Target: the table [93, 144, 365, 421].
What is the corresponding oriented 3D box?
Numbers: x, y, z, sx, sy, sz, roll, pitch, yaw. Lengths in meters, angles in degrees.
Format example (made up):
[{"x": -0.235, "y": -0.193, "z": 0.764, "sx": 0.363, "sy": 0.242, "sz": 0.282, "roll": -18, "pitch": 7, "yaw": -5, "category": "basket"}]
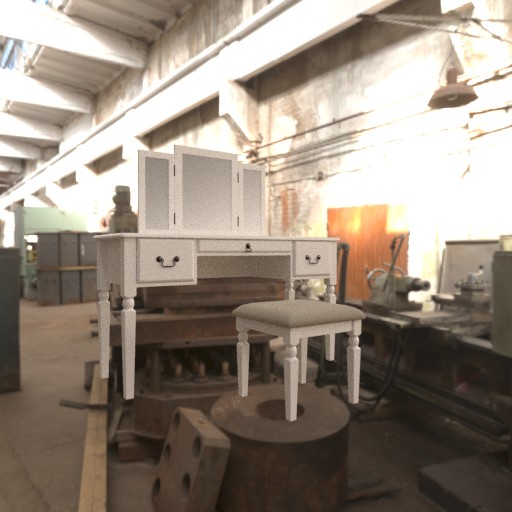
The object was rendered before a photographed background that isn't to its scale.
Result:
[{"x": 0.000, "y": 0.000, "z": 2.312, "sx": 1.369, "sy": 1.310, "sz": 1.115, "roll": 0, "pitch": 1, "yaw": -34, "category": "table"}]
